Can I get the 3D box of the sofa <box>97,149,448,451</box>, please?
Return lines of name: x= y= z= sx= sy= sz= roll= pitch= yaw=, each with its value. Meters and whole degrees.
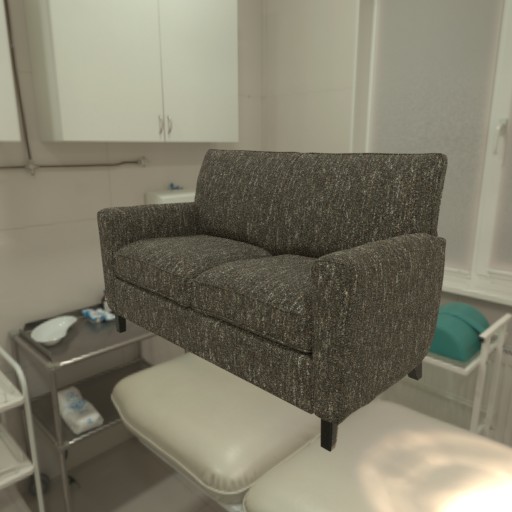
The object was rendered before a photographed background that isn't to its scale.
sofa: x=0.000 y=0.000 z=2.053 sx=1.519 sy=0.946 sz=0.801 roll=13 pitch=19 yaw=43
